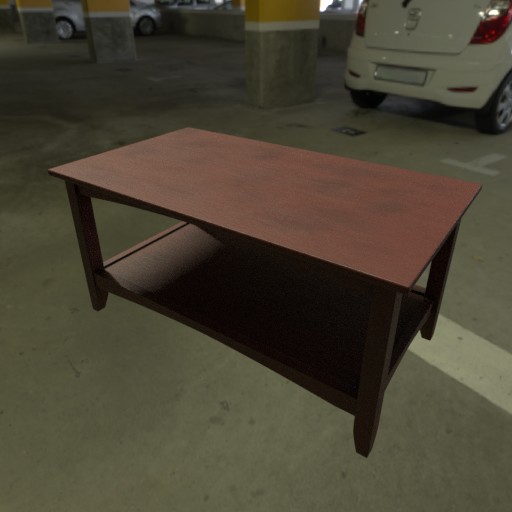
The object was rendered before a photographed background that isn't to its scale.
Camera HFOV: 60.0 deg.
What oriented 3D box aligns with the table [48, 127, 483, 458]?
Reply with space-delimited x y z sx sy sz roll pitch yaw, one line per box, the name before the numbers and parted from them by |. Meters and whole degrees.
table | 0.000 0.000 1.211 0.943 0.456 0.533 19 35 30
